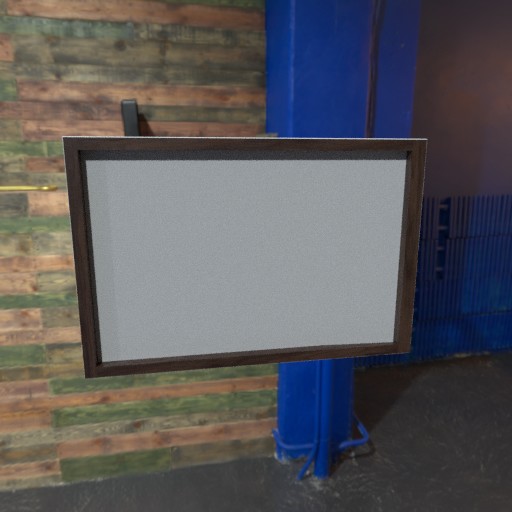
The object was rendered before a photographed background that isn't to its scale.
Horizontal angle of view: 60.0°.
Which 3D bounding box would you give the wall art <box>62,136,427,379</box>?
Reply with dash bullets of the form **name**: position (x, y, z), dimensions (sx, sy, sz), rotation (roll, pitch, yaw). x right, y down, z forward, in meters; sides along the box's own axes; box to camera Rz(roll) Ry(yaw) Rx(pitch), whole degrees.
- **wall art**: position (0.000, 0.000, 1.187), dimensions (0.914, 0.610, 0.050), rotation (-2, 13, -10)
